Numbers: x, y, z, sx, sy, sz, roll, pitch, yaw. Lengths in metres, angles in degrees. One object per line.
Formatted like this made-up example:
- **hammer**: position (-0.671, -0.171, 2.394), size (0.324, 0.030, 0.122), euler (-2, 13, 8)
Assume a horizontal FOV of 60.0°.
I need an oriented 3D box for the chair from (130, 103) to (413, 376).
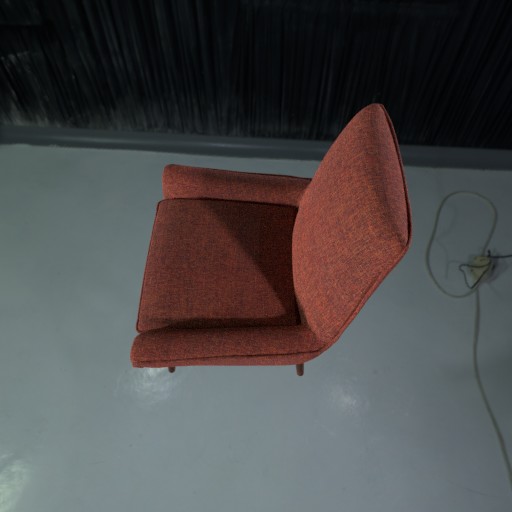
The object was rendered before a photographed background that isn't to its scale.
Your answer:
- **chair**: position (0.000, 0.000, 1.529), size (0.784, 0.911, 0.803), euler (1, 58, 1)
